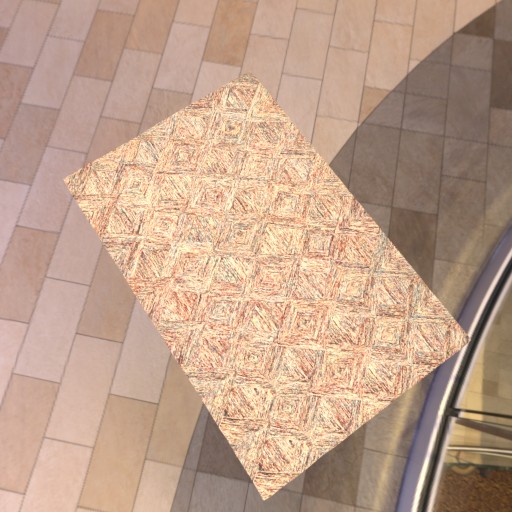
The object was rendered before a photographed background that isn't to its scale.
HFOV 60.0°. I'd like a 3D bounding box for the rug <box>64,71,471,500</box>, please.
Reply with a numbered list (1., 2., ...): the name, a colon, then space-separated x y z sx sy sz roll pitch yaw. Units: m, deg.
1. rug: 0.000 0.000 2.105 1.143 0.014 1.761 -34 77 -9
